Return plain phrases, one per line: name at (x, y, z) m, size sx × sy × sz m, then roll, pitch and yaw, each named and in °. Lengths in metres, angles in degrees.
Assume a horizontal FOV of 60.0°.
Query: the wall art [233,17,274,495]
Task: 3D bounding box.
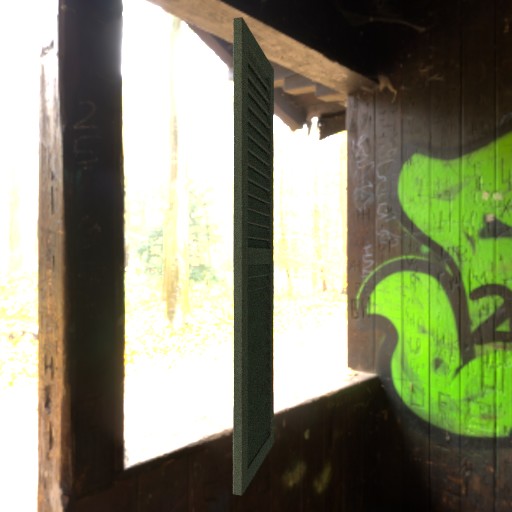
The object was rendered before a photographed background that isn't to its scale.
wall art at (0.000, 0.000, 1.289) m, size 0.025 × 1.219 × 0.329 m, roll 0°, pitch 0°, yaw 17°
